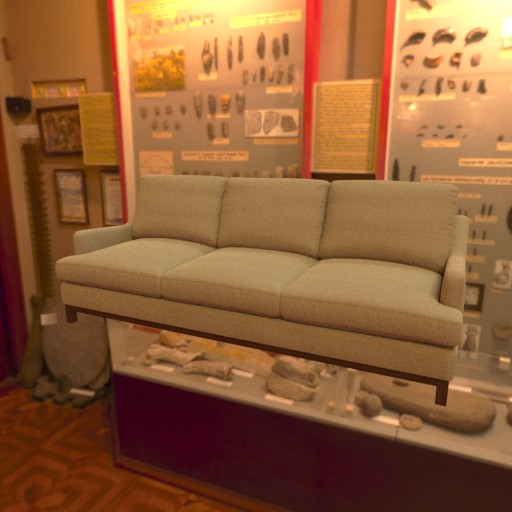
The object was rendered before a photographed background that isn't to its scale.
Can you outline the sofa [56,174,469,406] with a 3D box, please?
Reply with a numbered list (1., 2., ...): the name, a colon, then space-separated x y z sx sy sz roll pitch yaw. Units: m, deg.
1. sofa: 0.000 0.000 2.698 2.321 0.913 1.000 6 16 24
